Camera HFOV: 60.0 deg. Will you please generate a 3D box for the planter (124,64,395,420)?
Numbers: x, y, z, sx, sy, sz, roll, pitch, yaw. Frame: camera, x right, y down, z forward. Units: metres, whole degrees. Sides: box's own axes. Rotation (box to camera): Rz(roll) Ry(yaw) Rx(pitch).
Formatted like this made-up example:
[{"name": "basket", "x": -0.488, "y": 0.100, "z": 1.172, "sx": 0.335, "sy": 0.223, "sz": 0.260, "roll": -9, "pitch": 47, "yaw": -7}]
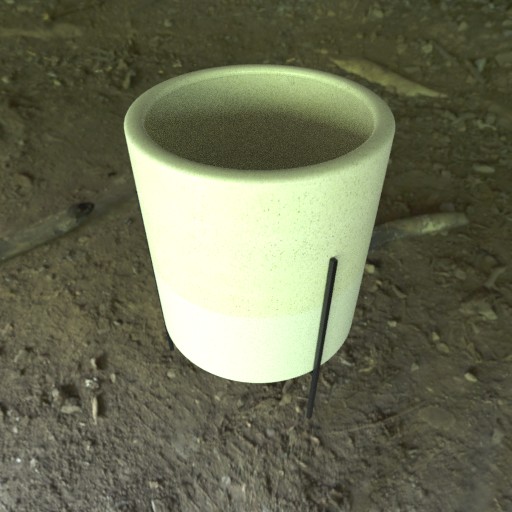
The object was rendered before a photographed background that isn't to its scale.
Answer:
[{"name": "planter", "x": 0.000, "y": 0.000, "z": 0.700, "sx": 0.333, "sy": 0.483, "sz": 0.324, "roll": -1, "pitch": 42, "yaw": -1}]
